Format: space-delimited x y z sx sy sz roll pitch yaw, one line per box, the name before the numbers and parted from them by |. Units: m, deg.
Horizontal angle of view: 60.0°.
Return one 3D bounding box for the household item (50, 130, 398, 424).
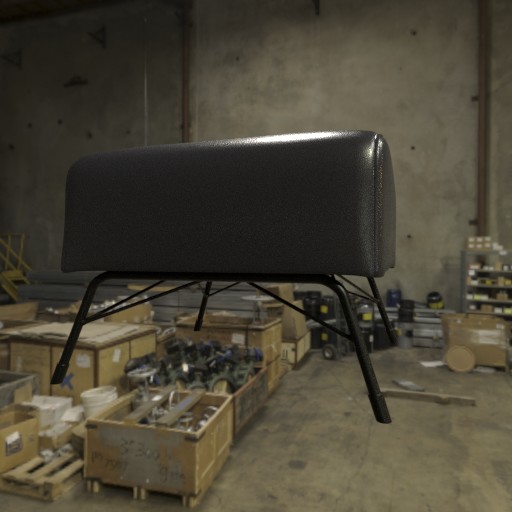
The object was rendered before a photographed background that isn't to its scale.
household item | 0.000 0.000 0.878 0.530 0.410 0.530 0 0 19
